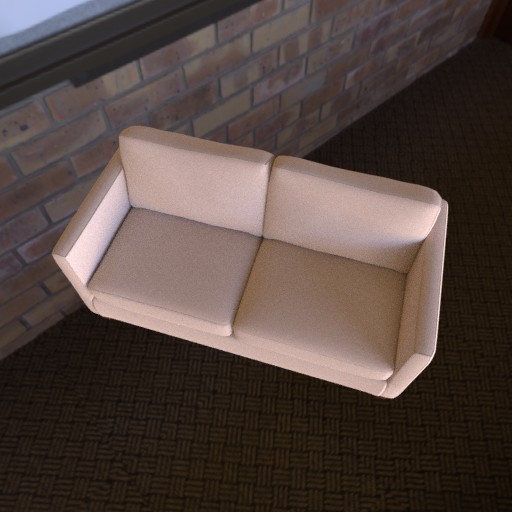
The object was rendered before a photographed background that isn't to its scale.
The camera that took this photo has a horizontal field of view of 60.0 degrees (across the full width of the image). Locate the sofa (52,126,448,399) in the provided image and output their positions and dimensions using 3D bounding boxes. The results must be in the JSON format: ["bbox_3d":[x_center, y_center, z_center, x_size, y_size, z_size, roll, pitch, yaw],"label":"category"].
[{"bbox_3d":[0.000,0.000,2.281,1.722,0.888,0.873,14,59,9],"label":"sofa"}]
